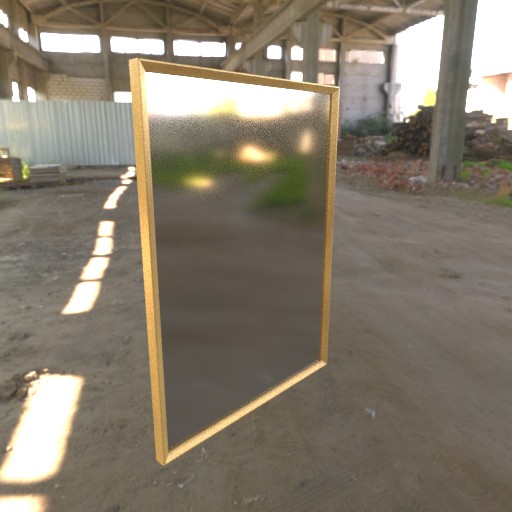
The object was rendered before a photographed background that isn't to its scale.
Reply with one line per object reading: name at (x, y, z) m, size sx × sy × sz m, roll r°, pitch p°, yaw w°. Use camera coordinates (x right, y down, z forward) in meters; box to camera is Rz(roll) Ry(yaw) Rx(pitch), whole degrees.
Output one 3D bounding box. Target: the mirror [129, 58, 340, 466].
mirror at (0.000, 0.000, 1.341) m, size 0.041 × 1.016 × 0.762 m, roll 14°, pitch 20°, yaw 42°
